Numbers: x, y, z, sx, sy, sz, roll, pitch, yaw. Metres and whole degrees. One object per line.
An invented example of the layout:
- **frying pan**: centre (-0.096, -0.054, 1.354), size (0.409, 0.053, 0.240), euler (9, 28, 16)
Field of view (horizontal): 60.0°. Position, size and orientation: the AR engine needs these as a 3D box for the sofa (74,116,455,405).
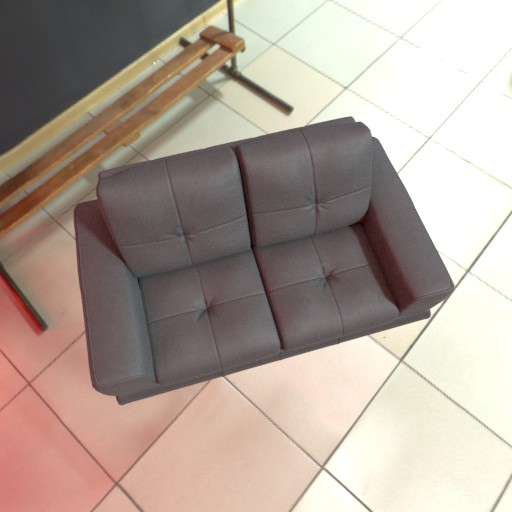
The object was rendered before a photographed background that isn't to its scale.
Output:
- **sofa**: centre (0.000, 0.000, 2.339), size (1.806, 0.907, 1.018), euler (-14, 65, -7)
